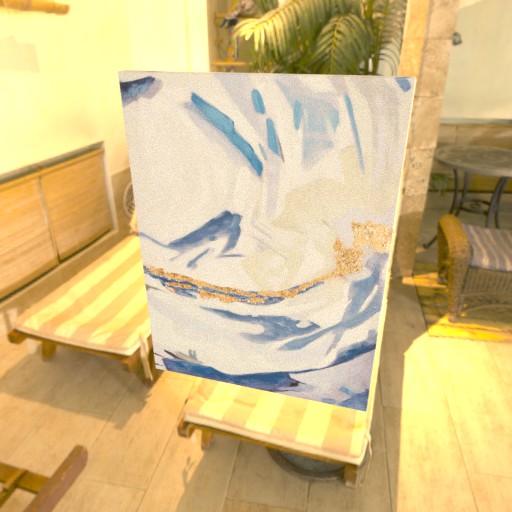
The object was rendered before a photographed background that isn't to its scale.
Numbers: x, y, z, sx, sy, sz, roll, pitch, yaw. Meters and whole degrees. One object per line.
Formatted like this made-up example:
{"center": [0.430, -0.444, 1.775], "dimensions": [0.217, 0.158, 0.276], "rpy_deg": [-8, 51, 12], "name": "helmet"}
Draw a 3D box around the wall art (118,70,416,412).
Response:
{"center": [0.000, 0.000, 1.330], "dimensions": [0.761, 1.015, 0.038], "rpy_deg": [7, 27, 14], "name": "wall art"}
